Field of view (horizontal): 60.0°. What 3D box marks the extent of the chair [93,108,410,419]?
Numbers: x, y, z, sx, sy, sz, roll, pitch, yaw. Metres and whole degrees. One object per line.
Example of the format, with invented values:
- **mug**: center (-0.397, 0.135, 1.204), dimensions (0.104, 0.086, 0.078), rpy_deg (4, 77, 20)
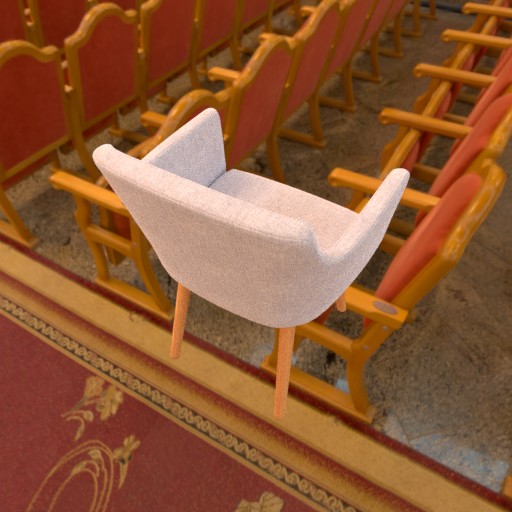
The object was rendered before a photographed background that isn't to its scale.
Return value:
- **chair**: center (0.000, 0.000, 1.161), dimensions (0.570, 0.780, 0.540), rpy_deg (24, 51, 21)
